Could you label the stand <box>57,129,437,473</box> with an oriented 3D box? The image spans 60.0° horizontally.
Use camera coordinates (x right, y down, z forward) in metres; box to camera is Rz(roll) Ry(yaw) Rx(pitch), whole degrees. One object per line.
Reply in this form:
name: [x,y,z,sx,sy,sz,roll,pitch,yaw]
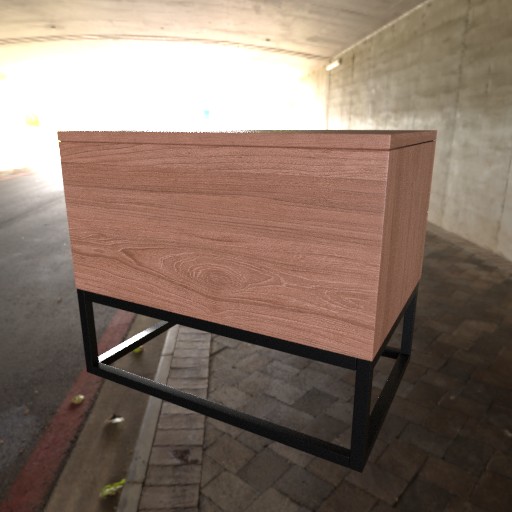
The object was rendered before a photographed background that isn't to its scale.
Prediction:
stand: [0.000,0.000,0.918,0.600,0.500,0.420,9,19,27]
